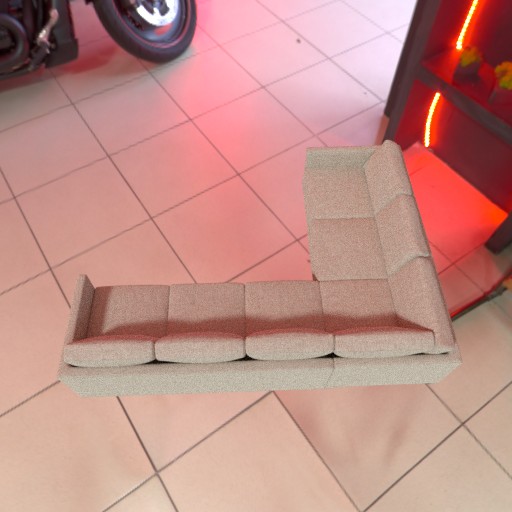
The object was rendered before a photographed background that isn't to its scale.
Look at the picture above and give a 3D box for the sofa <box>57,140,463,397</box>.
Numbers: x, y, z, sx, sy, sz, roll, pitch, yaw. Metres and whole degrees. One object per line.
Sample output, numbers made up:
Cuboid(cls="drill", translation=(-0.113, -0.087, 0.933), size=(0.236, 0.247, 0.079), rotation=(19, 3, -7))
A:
Cuboid(cls="sofa", translation=(0.000, 0.000, 4.286), size=(3.182, 0.863, 2.432), rotation=(-2, 58, -1))
